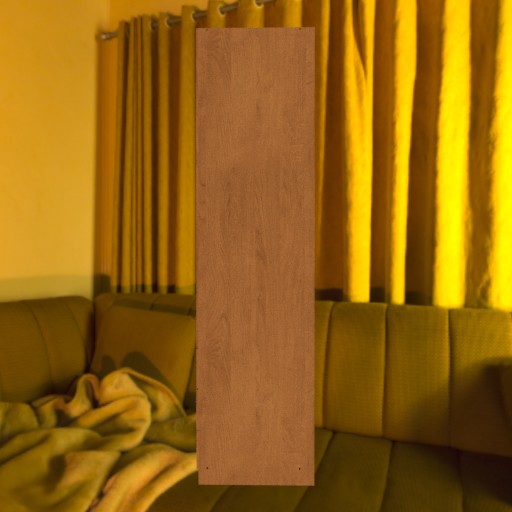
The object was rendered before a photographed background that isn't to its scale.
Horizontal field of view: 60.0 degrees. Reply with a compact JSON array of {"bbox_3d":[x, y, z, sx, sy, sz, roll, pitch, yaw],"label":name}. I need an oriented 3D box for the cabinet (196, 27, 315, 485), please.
[{"bbox_3d":[0.000,0.000,2.496,0.510,1.910,1.290,0,1,1],"label":"cabinet"}]
